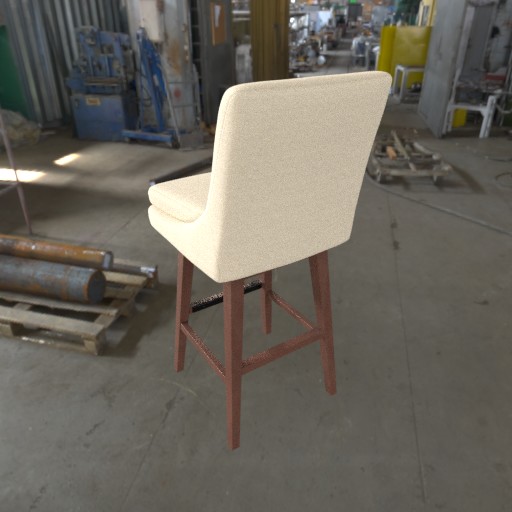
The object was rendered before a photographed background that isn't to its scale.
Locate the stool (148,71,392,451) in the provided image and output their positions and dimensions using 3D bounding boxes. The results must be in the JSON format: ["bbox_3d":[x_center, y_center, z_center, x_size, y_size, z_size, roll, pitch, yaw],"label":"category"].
[{"bbox_3d":[0.000,0.000,1.376,0.483,1.093,0.559,-18,34,-29],"label":"stool"}]
